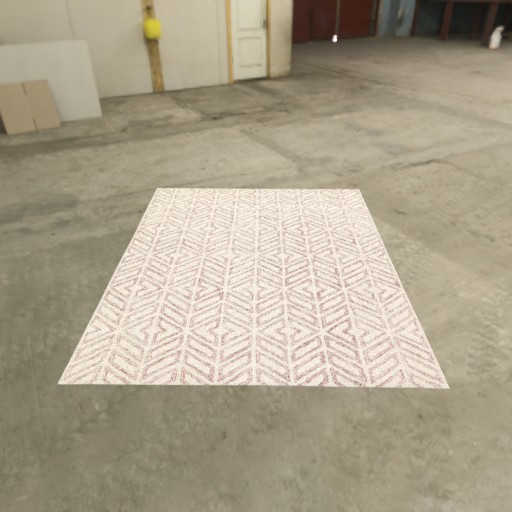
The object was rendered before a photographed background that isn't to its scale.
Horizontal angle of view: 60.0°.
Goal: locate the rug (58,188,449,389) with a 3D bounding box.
[{"bbox_3d":[0.000,0.000,4.025,2.421,0.008,3.045,0,32,1],"label":"rug"}]
